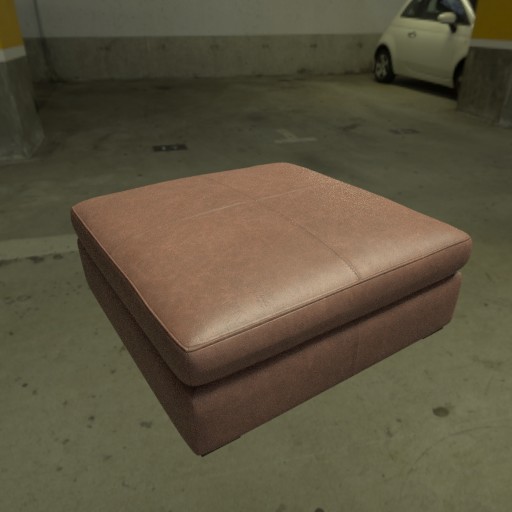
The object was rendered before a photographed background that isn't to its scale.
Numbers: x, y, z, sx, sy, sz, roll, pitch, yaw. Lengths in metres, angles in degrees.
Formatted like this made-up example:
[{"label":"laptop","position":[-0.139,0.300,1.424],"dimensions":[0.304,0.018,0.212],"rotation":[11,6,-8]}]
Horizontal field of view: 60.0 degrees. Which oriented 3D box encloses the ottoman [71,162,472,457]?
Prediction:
[{"label":"ottoman","position":[0.000,0.000,1.789],"dimensions":[1.168,0.490,1.168],"rotation":[-17,33,-29]}]
